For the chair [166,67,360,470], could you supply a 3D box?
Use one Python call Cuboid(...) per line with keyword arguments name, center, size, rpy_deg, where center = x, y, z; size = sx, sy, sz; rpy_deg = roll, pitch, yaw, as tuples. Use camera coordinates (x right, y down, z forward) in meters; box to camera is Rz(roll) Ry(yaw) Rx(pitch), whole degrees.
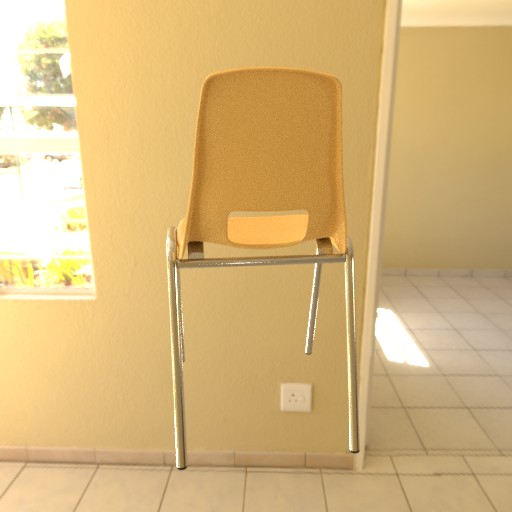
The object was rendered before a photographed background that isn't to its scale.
Cuboid(name="chair", center=(0.000, 0.000, 0.961), size=(0.381, 0.704, 0.436), rpy_deg=(-2, 15, -7))
